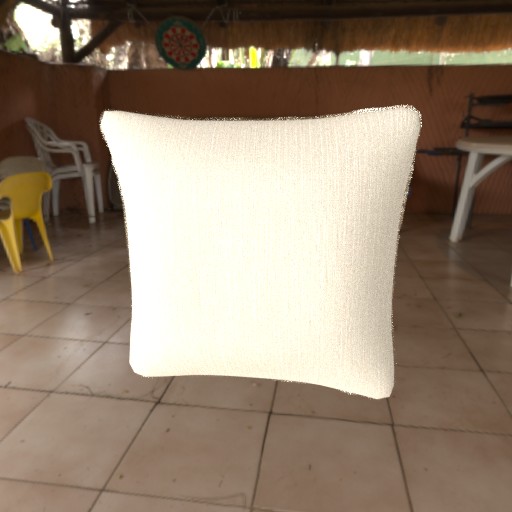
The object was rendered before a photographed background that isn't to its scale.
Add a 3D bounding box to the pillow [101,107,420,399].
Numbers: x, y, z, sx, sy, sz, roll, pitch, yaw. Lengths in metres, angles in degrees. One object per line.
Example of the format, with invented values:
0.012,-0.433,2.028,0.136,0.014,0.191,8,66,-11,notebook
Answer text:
0.000,0.000,0.820,0.538,0.525,0.216,2,16,7,pillow
